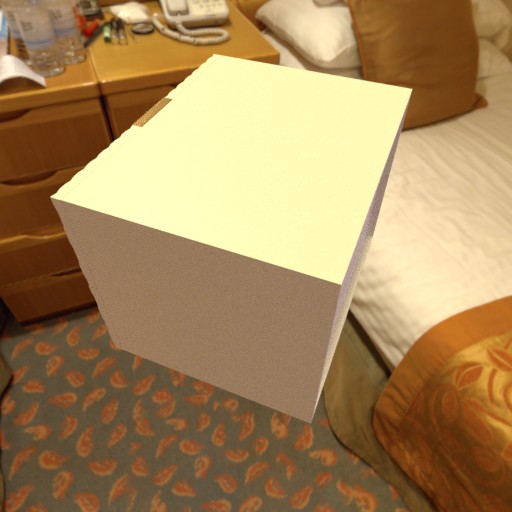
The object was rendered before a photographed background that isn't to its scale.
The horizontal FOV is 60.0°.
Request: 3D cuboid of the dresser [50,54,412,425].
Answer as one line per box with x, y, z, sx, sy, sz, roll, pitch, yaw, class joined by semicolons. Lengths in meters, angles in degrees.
0.000;0.000;0.914;0.414;0.568;0.503;17;49;15;dresser
